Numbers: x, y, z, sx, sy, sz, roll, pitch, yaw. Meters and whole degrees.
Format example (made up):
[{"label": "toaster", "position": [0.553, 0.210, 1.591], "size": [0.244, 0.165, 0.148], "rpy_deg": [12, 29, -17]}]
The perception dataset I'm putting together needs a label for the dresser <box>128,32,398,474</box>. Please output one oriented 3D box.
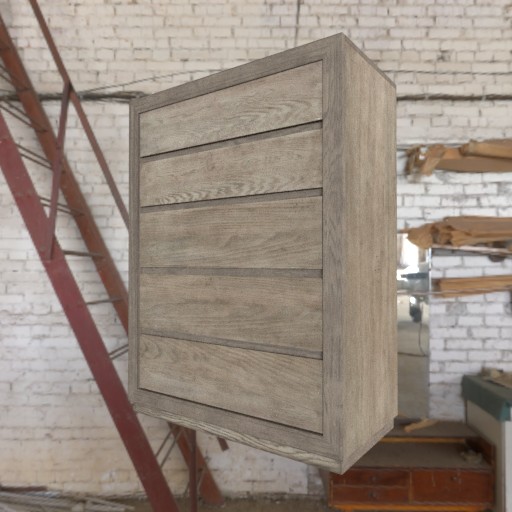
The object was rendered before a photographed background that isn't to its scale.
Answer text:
[{"label": "dresser", "position": [0.000, 0.000, 1.761], "size": [0.967, 1.295, 0.483], "rpy_deg": [0, -1, 36]}]
